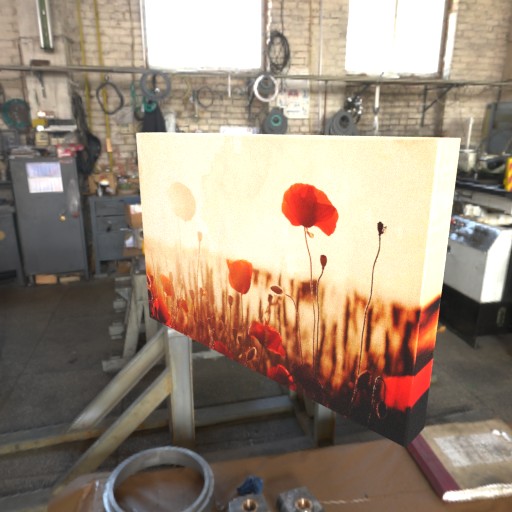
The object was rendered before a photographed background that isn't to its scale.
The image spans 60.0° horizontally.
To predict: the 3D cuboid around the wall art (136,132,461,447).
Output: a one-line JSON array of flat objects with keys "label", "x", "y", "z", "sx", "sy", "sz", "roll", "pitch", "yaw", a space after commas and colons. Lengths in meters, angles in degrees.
[{"label": "wall art", "x": 0.000, "y": 0.000, "z": 0.476, "sx": 0.383, "sy": 0.251, "sz": 0.037, "roll": 15, "pitch": 22, "yaw": 42}]
